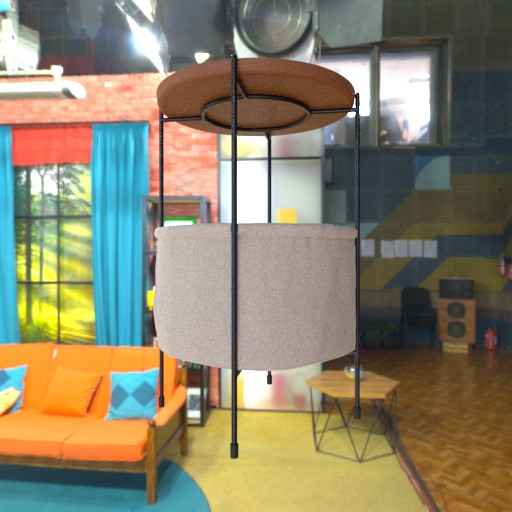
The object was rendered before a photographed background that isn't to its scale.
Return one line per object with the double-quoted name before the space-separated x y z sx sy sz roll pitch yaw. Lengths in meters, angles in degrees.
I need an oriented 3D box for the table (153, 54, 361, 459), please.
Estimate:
"table" 0.000 0.000 0.882 0.393 0.623 0.393 0 0 -35
